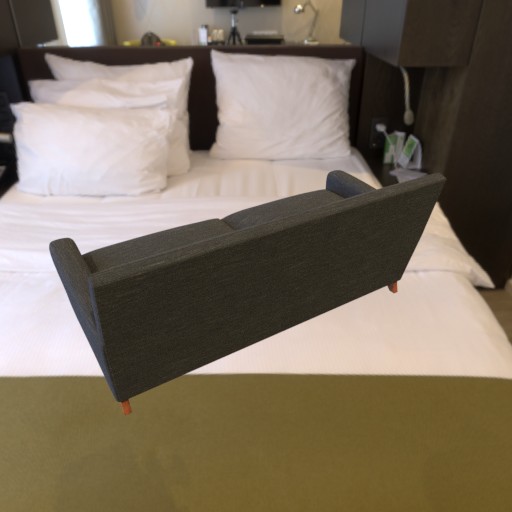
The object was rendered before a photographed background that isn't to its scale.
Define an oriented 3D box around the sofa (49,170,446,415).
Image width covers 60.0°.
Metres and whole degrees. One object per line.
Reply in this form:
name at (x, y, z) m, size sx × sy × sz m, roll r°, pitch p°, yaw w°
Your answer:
sofa at (0.000, 0.000, 2.490) m, size 1.976 × 0.846 × 0.875 m, roll -18°, pitch 36°, yaw -27°
